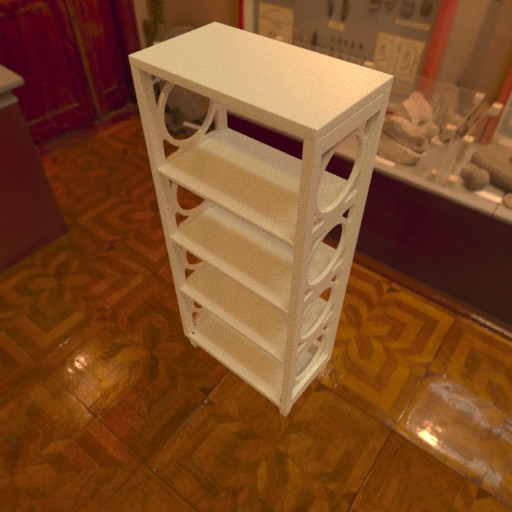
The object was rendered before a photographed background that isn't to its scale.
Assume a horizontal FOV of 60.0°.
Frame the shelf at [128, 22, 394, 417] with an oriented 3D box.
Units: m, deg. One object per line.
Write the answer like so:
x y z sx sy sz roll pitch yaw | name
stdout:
0.000 0.000 1.649 0.611 1.411 0.340 31 53 26 | shelf
